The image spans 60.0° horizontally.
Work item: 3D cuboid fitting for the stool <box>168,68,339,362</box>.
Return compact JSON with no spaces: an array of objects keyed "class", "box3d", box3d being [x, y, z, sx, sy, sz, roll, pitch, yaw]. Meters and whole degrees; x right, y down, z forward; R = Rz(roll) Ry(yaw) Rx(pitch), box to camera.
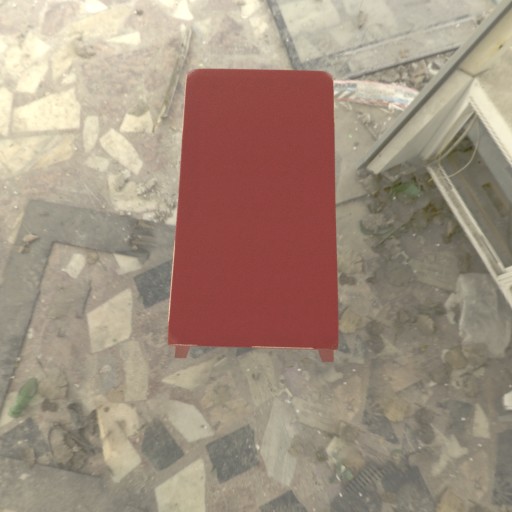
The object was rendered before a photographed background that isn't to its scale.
[{"class":"stool","box3d":[0.000,0.000,1.026,0.476,0.737,0.457,1,76,0]}]
